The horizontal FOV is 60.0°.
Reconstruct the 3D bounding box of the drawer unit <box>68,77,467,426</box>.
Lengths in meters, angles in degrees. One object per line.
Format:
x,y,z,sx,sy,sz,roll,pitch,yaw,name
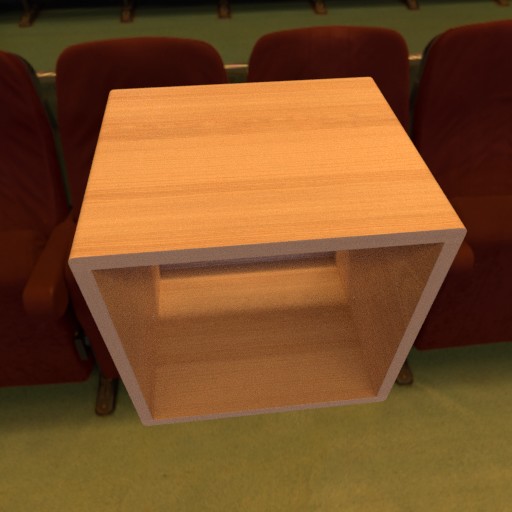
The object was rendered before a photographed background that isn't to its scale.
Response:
0.000,0.000,0.599,0.344,0.344,0.290,-4,47,-4,drawer unit
